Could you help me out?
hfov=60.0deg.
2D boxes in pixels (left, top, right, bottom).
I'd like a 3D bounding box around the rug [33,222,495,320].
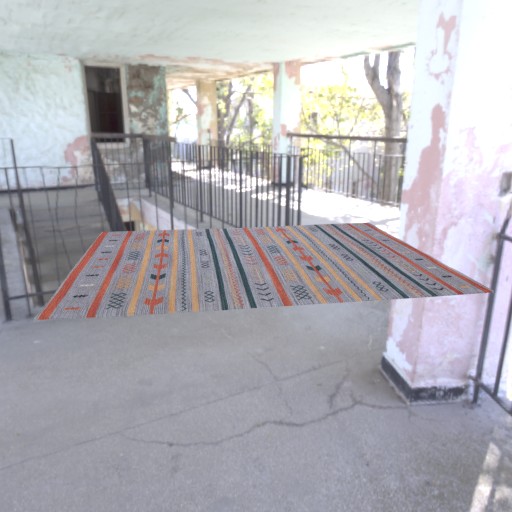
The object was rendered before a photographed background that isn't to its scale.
[{"bbox_3d":[0.000,0.000,3.914,3.029,0.022,2.263,-3,17,-8],"label":"rug"}]
